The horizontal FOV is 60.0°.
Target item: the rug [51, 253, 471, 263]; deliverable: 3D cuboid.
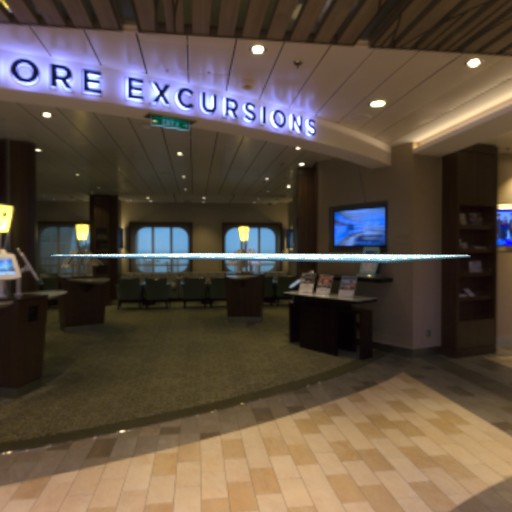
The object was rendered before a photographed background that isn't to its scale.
[{"bbox_3d":[0.000,0.000,2.314,1.833,0.012,1.211,1,1,36],"label":"rug"}]
